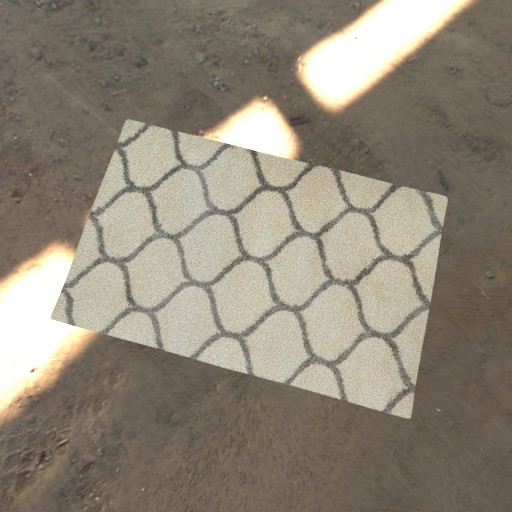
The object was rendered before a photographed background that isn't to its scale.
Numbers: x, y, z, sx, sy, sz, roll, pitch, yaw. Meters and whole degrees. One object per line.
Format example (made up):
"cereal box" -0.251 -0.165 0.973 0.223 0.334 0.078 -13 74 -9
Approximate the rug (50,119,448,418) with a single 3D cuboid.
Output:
"rug" 0.000 0.000 2.959 2.348 0.024 1.501 15 76 4
